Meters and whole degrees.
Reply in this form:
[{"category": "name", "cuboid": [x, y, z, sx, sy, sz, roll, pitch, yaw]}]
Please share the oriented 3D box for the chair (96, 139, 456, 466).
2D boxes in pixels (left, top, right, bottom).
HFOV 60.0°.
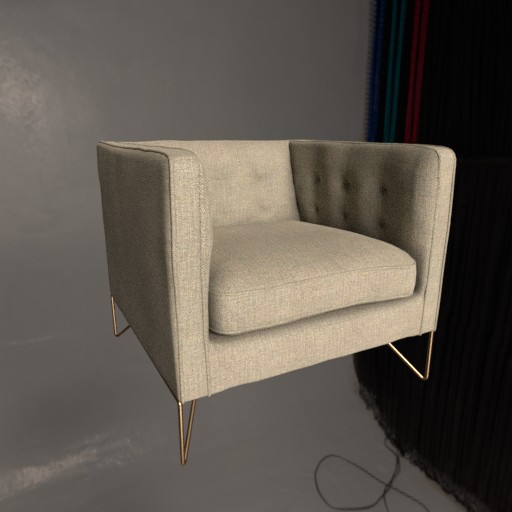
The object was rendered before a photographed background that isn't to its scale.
[{"category": "chair", "cuboid": [0.000, 0.000, 1.595, 0.920, 0.799, 0.912, -8, 18, -27]}]
